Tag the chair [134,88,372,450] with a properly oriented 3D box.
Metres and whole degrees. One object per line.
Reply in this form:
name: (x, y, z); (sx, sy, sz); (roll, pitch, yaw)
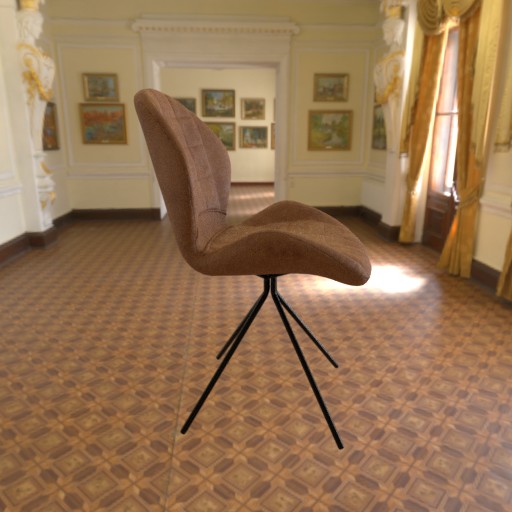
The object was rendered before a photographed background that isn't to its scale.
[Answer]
chair: (0.000, 0.000, 1.300); (0.640, 0.929, 0.527); (2, 15, 8)
